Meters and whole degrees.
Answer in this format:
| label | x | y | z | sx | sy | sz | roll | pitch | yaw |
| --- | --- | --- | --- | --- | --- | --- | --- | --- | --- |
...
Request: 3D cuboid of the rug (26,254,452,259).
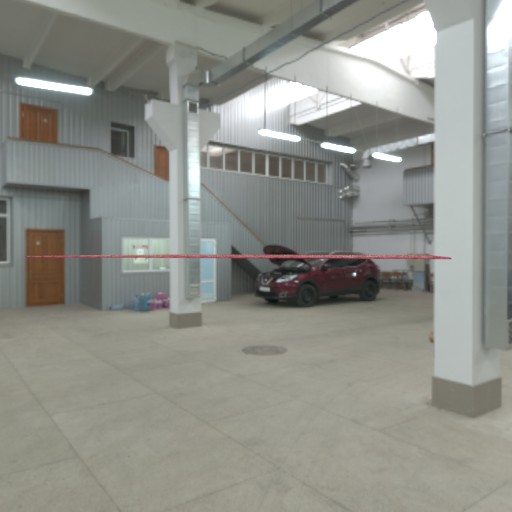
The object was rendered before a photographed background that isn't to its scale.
| label | x | y | z | sx | sy | sz | roll | pitch | yaw |
| --- | --- | --- | --- | --- | --- | --- | --- | --- | --- |
| rug | 0.000 | 0.000 | 2.876 | 2.184 | 0.007 | 1.579 | 0 | 1 | 18 |
